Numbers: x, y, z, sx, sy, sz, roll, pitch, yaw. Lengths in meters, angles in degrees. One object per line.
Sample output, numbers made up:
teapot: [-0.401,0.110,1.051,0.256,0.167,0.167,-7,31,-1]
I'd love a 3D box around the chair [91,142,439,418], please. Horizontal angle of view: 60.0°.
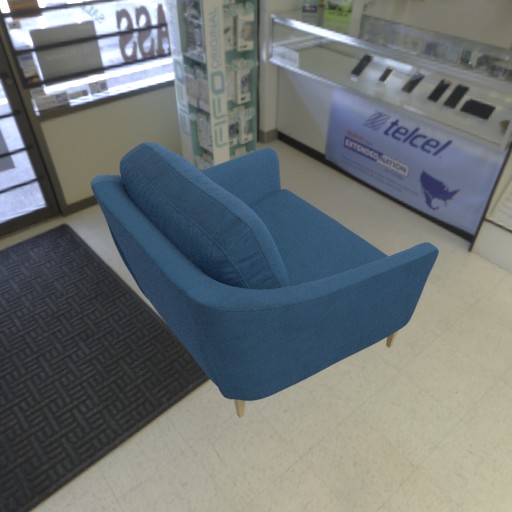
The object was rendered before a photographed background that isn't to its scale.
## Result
chair: [0.000,0.000,1.761,0.961,0.899,0.987,-26,47,-27]
